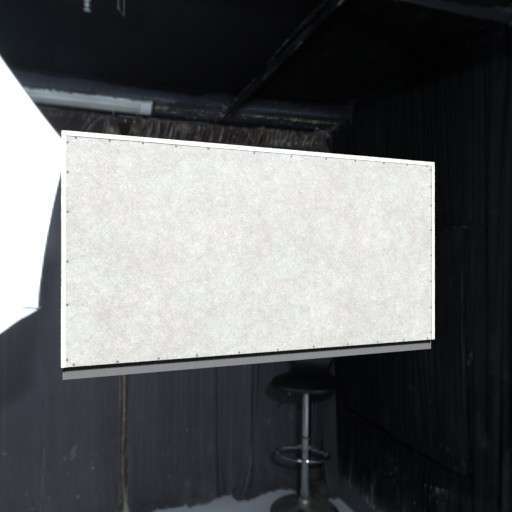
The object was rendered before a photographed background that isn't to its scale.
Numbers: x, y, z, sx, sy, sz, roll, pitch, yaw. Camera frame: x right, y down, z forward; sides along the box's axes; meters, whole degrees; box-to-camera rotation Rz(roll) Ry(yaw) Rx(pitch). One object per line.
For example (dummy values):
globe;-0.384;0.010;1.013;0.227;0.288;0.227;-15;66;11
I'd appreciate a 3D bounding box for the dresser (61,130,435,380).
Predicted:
dresser;0.000;0.000;2.062;1.628;0.889;0.483;0;0;-19
